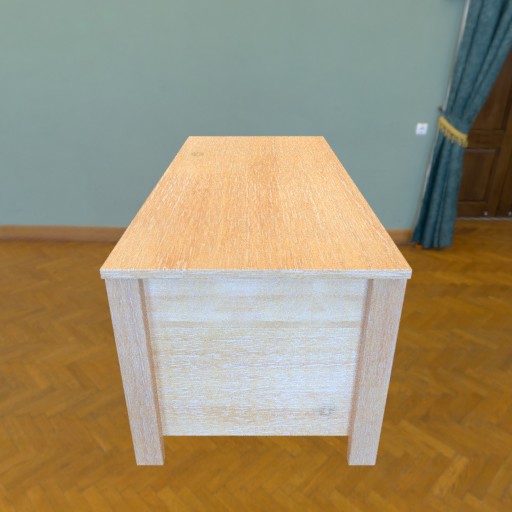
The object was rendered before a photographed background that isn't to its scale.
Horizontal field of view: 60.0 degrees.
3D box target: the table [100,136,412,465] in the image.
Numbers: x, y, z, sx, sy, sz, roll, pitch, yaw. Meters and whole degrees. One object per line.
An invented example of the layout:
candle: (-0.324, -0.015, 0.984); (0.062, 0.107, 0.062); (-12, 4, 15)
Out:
table: (0.000, 0.000, 1.240); (0.483, 0.457, 1.016); (0, 26, 0)
